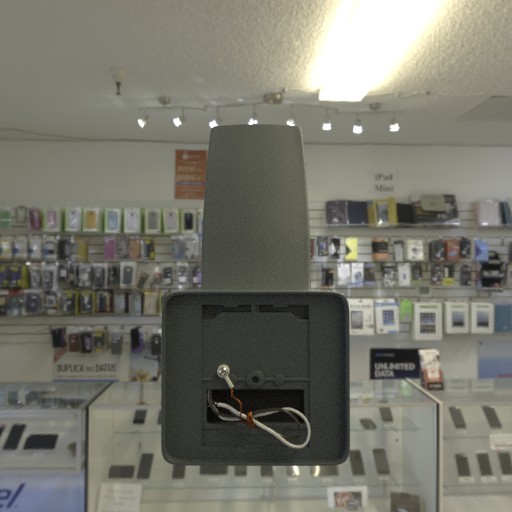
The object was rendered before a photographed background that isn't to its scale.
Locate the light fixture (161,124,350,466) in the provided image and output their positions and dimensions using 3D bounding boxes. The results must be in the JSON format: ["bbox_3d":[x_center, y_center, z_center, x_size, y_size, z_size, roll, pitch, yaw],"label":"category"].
[{"bbox_3d":[0.000,0.000,0.338,0.108,0.243,0.174,0,-1,0],"label":"light fixture"}]
